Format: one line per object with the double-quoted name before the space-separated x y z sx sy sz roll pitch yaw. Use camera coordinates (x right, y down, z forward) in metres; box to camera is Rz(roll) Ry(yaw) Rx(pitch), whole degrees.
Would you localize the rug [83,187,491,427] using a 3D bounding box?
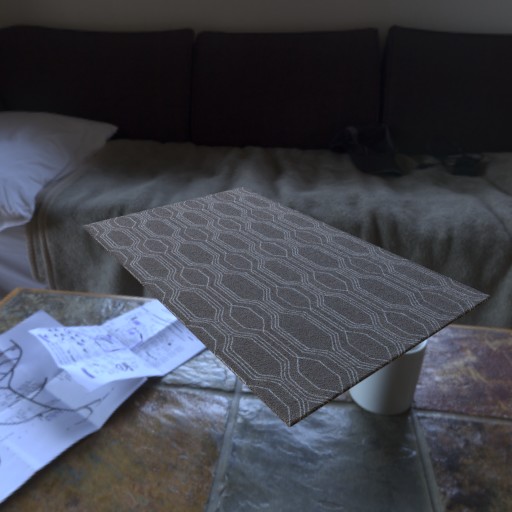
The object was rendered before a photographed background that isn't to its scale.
"rug" 0.000 0.000 3.006 1.541 0.012 2.457 -19 33 -33
